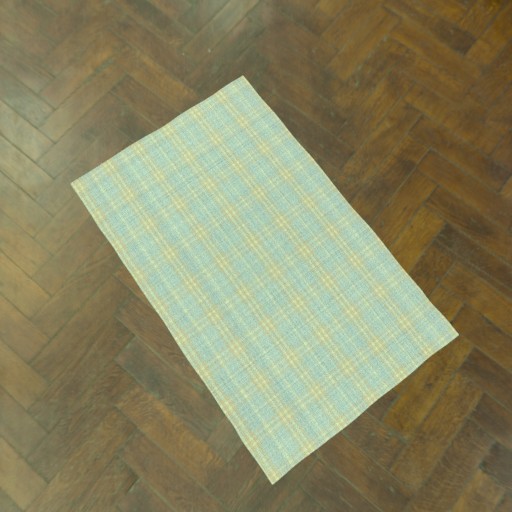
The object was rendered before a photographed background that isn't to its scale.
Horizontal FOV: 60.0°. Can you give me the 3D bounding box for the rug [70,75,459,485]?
[{"bbox_3d":[0.000,0.000,3.065,1.545,0.016,2.460,-35,78,-9],"label":"rug"}]
